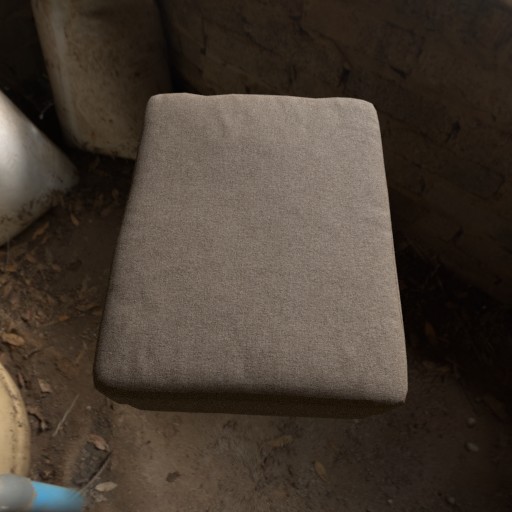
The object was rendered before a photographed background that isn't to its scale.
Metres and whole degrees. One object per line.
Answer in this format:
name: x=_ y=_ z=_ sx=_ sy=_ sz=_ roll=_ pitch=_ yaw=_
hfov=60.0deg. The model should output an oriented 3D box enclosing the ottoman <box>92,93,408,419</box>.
ottoman: x=0.000 y=0.000 z=1.297 sx=0.692 sy=0.511 sz=0.889 roll=2 pitch=63 yaw=1
